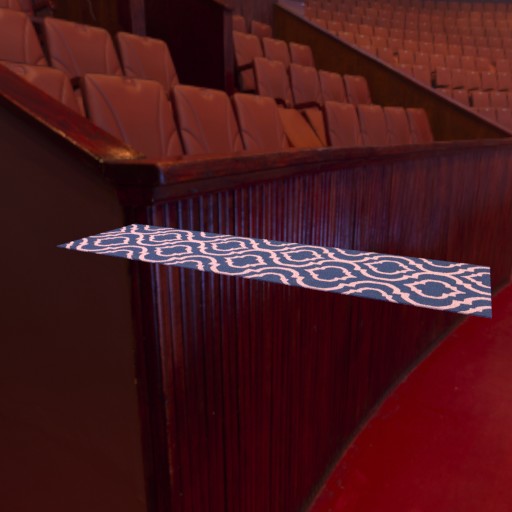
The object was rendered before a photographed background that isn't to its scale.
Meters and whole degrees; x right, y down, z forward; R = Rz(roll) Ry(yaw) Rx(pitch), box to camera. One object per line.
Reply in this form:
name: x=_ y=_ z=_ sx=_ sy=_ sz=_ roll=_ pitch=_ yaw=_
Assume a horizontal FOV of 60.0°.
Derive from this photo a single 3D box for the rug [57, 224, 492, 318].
rug: x=0.000 y=0.000 z=2.434 sx=2.296 sy=0.006 sz=0.685 roll=8 pitch=18 yaw=25
